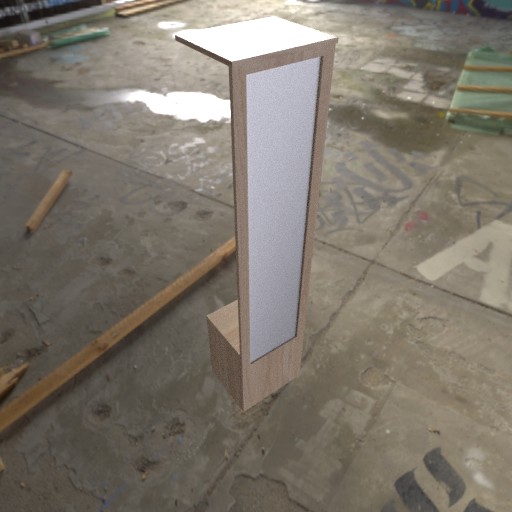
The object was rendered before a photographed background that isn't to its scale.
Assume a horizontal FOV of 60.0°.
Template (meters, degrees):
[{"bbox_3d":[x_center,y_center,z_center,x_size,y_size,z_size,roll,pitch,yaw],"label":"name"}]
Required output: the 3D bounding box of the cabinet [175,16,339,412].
[{"bbox_3d":[0.000,0.000,2.046,0.411,1.879,0.338,-25,47,-26],"label":"cabinet"}]
